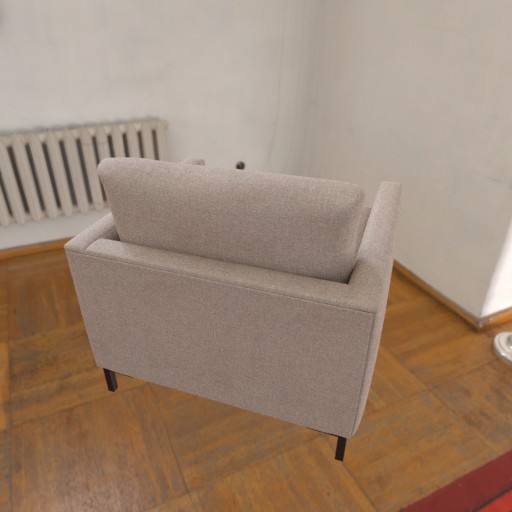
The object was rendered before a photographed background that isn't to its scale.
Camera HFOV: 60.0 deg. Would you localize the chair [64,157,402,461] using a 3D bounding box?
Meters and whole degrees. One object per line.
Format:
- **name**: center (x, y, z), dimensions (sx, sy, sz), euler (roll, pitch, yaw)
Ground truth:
- **chair**: center (0.000, 0.000, 1.637), dimensions (0.963, 0.861, 0.866), euler (10, 33, 16)
